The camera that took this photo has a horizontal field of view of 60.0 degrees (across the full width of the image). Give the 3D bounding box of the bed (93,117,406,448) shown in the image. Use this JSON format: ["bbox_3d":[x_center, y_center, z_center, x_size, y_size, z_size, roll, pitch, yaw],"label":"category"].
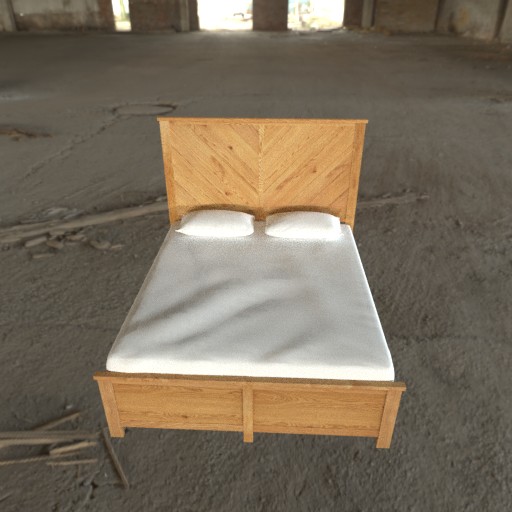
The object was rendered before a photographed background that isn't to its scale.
[{"bbox_3d":[0.000,0.000,3.558,1.936,1.686,2.201,1,30,2],"label":"bed"}]
